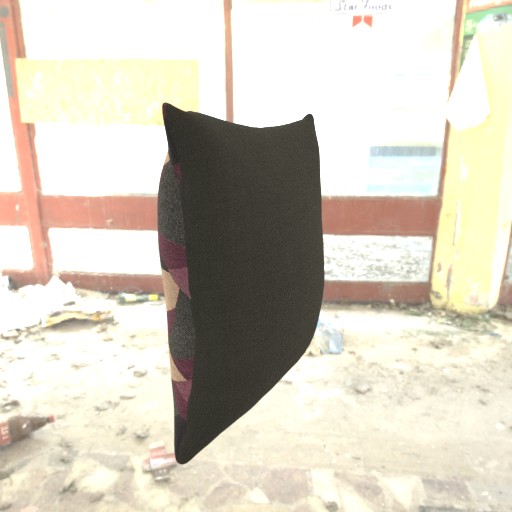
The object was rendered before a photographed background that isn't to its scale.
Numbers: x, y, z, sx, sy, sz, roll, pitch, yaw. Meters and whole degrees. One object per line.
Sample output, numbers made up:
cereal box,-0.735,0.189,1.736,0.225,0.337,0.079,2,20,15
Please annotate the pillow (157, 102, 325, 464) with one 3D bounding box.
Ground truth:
pillow,0.000,0.000,0.779,0.208,0.496,0.503,7,17,26
